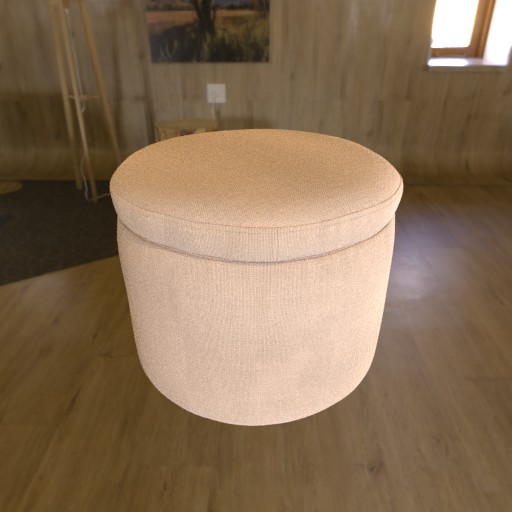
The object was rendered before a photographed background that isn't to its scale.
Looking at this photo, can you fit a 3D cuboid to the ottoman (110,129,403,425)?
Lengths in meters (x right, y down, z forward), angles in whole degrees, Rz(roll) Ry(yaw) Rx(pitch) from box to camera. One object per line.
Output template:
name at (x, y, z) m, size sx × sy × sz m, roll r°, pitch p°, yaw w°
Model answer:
ottoman at (0.000, 0.000, 0.854) m, size 0.497 × 0.409 × 0.497 m, roll 0°, pitch 29°, yaw 0°
